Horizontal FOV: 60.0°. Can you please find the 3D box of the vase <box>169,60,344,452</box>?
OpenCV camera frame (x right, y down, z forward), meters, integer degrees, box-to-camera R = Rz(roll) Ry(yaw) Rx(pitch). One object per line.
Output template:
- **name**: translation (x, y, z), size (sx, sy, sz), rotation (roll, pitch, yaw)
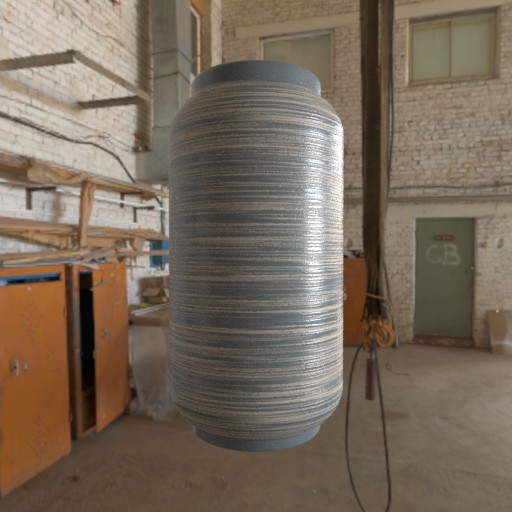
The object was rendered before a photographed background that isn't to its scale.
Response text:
- **vase**: translation (0.000, 0.000, 0.301), size (0.116, 0.230, 0.116), rotation (0, 1, 0)
